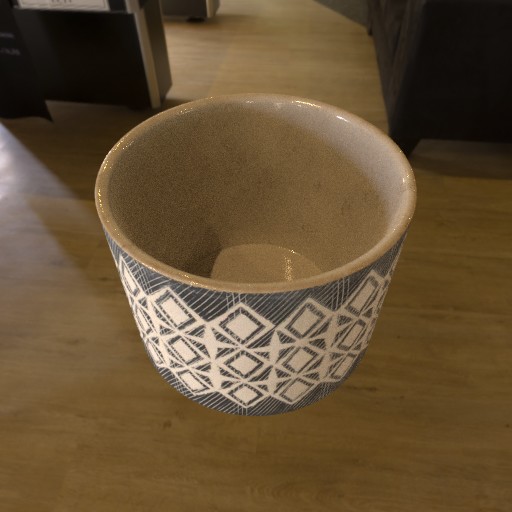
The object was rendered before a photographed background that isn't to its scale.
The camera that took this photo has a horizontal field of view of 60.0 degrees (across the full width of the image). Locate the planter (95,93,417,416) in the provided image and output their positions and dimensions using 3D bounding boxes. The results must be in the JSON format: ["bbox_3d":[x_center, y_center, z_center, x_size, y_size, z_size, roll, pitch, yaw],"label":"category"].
[{"bbox_3d":[0.000,0.000,0.217,0.126,0.104,0.126,0,47,0],"label":"planter"}]
